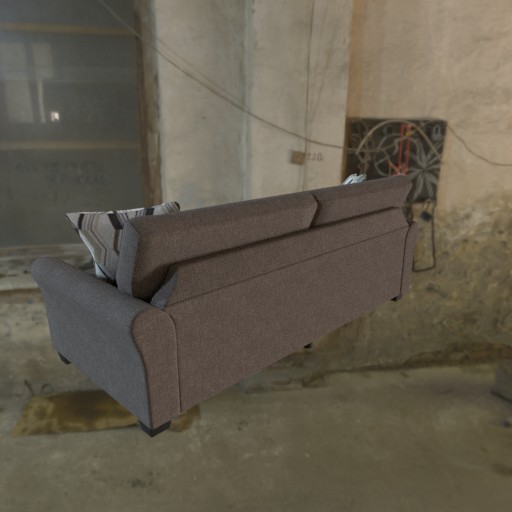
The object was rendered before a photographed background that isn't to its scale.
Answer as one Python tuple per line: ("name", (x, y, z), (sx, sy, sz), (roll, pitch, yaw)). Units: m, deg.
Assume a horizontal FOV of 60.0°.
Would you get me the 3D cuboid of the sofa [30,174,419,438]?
("sofa", (0.000, 0.000, 2.413), (0.889, 0.813, 2.032), (16, 23, 42))
